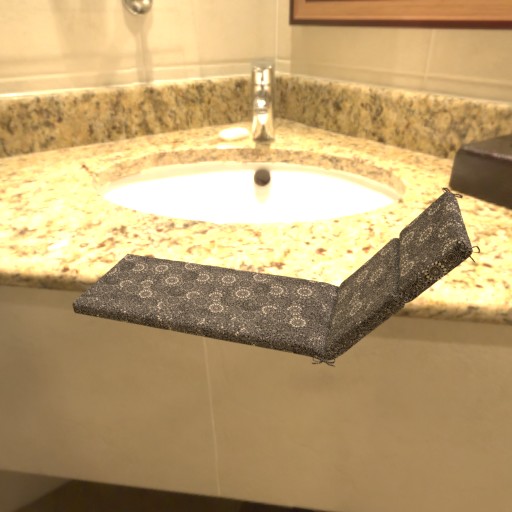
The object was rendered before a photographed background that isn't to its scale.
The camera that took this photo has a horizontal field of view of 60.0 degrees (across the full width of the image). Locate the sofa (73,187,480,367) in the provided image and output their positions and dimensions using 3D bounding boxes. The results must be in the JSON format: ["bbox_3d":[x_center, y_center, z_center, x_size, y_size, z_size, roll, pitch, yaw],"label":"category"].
[{"bbox_3d":[0.000,0.000,1.977,1.663,0.622,0.582,8,30,14],"label":"sofa"}]
